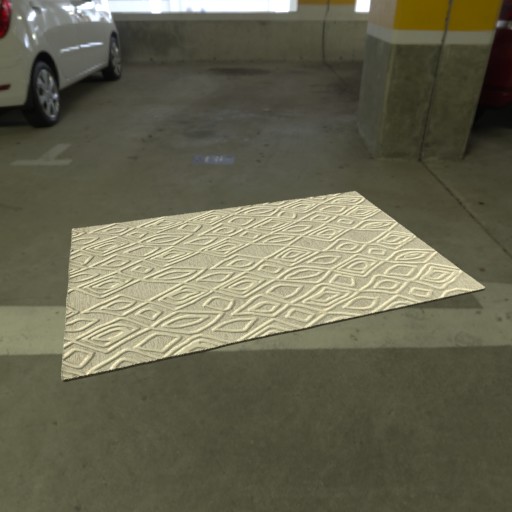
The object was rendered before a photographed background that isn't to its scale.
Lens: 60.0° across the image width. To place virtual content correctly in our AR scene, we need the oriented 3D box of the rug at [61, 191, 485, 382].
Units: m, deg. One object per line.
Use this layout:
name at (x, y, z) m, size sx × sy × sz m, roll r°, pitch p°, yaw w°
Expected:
rug at (0.000, 0.000, 2.291) m, size 1.832 × 0.016 × 1.224 m, roll -9°, pitch 32°, yaw -15°
